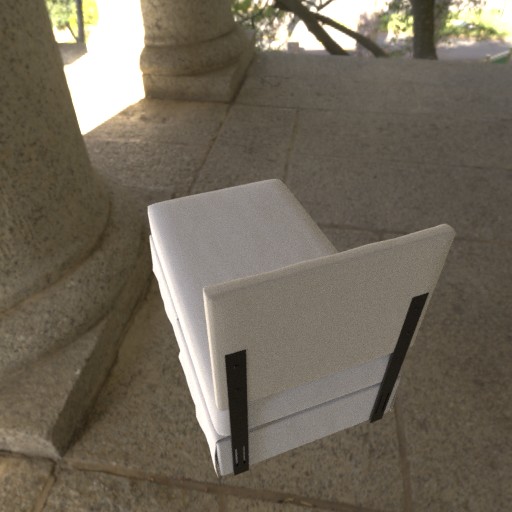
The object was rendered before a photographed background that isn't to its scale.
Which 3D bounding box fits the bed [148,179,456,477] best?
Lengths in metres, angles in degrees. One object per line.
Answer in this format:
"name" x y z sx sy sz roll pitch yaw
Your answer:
"bed" 0.000 0.000 2.974 1.261 1.571 1.997 -14 44 -15
